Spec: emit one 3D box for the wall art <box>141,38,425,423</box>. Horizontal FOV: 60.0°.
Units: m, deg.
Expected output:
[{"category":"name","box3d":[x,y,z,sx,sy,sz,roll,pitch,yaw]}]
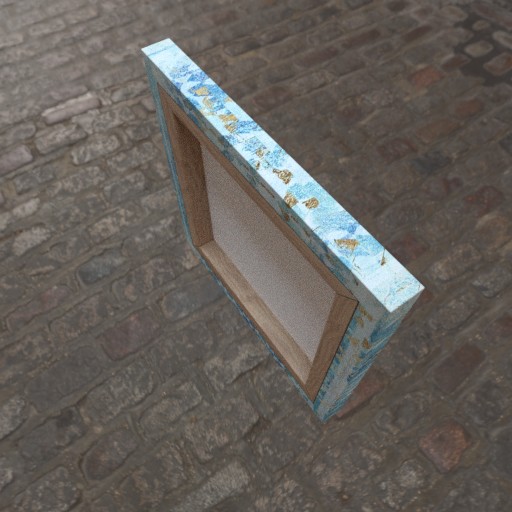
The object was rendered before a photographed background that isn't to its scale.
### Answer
[{"category":"wall art","box3d":[0.000,0.000,0.600,0.037,0.405,0.405,-31,63,-18]}]
